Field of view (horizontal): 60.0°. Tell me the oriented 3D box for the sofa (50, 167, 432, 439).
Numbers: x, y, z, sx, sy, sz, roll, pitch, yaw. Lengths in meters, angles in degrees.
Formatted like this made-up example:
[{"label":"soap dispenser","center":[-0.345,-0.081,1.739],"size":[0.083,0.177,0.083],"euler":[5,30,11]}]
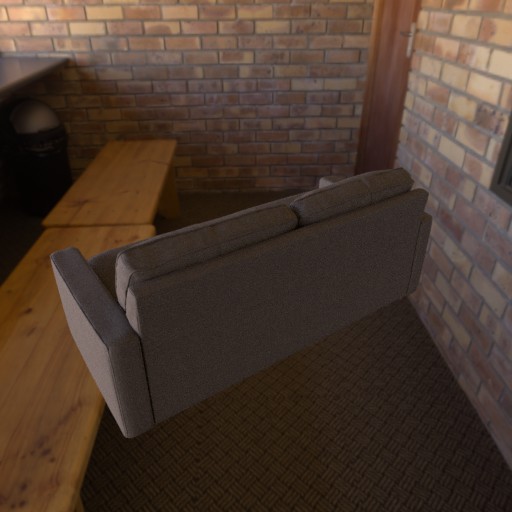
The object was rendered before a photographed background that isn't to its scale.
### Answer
[{"label":"sofa","center":[0.000,0.000,2.601],"size":[2.080,0.919,0.940],"euler":[-20,36,-30]}]
